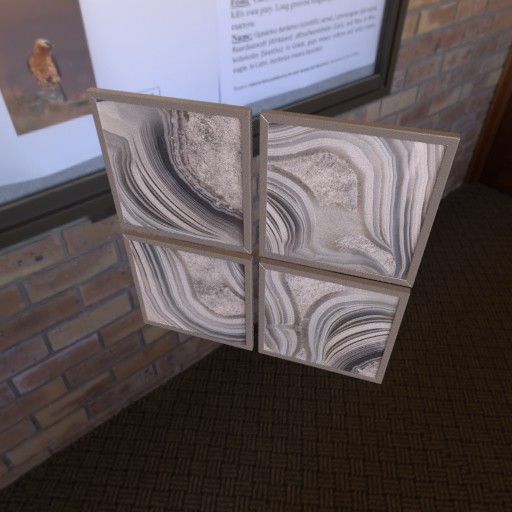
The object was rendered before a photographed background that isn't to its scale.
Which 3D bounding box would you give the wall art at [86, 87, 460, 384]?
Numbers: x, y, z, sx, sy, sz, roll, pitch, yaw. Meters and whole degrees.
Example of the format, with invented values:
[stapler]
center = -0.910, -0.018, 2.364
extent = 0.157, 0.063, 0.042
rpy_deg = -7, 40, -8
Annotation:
[wall art]
center = 0.000, 0.000, 1.651
extent = 1.118, 1.118, 0.029
rpy_deg = 12, 42, 13
